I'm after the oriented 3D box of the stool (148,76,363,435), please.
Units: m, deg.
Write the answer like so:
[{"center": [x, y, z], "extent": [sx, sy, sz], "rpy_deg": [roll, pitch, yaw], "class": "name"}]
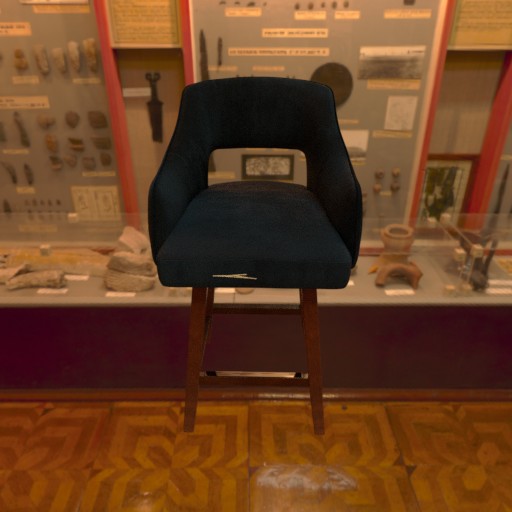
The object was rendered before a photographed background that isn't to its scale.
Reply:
[{"center": [0.000, 0.000, 1.326], "extent": [0.550, 0.940, 0.560], "rpy_deg": [1, 29, 1], "class": "stool"}]
